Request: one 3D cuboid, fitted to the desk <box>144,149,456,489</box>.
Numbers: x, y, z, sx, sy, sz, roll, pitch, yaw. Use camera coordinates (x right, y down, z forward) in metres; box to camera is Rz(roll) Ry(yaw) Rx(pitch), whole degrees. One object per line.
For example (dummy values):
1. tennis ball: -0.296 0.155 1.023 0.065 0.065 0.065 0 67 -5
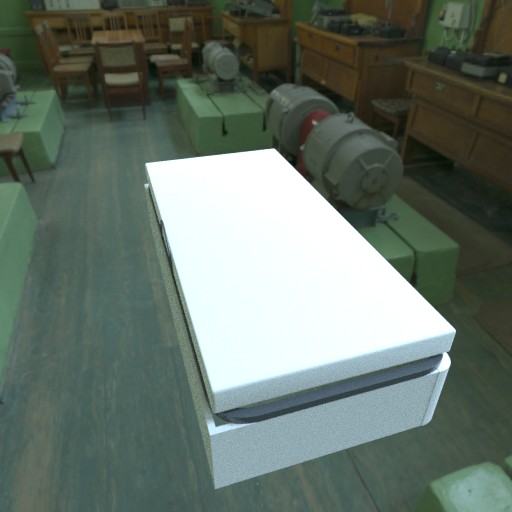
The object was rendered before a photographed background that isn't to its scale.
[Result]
1. desk: 0.000 0.000 2.229 0.900 0.526 1.900 -10 35 -15
